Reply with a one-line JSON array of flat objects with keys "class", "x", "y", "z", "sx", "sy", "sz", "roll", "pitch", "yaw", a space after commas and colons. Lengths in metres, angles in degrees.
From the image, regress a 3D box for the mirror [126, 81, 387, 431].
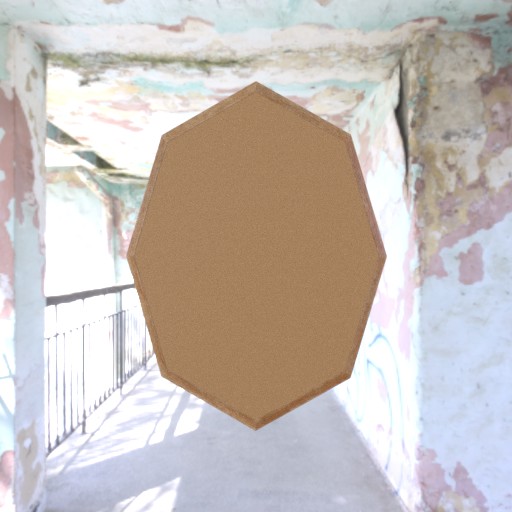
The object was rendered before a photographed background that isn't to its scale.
[{"class": "mirror", "x": 0.000, "y": 0.000, "z": 1.010, "sx": 0.577, "sy": 0.774, "sz": 0.070, "roll": 0, "pitch": 0, "yaw": 1}]
